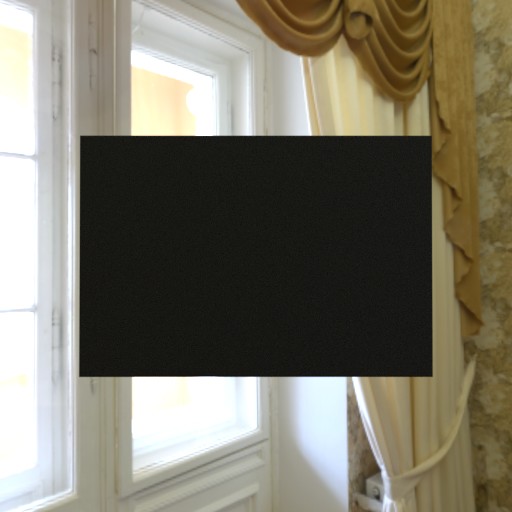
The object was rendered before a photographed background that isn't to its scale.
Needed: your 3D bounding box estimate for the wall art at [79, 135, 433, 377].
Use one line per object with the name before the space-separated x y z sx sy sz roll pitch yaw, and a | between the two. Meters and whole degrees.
wall art | 0.000 0.000 1.222 0.964 0.659 0.049 0 -1 2
